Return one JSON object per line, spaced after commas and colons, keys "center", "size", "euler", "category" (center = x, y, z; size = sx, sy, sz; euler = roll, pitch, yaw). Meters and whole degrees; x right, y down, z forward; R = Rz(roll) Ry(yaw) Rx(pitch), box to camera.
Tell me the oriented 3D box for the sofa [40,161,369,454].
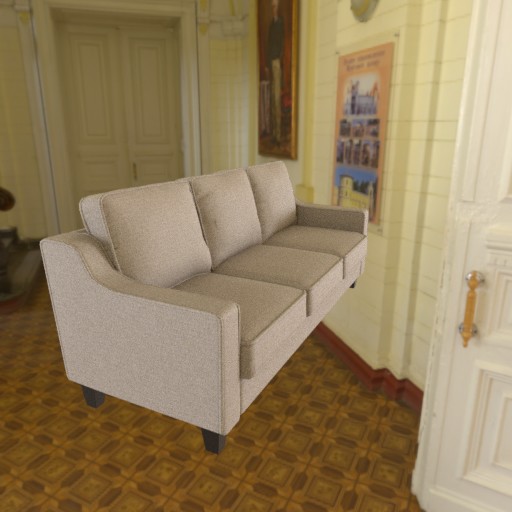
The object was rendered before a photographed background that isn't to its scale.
{"center": [0.000, 0.000, 2.590], "size": [0.899, 0.950, 2.129], "euler": [8, 19, 26], "category": "sofa"}
